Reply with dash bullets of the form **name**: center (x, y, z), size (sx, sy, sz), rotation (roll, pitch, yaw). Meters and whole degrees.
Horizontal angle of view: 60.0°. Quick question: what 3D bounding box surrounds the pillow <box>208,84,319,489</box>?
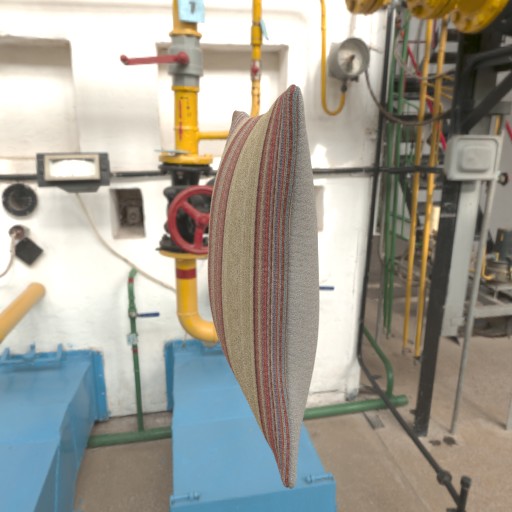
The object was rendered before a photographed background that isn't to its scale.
- **pillow**: center (0.000, 0.000, 0.632), size (0.136, 0.419, 0.437), rotation (-3, 15, -9)
